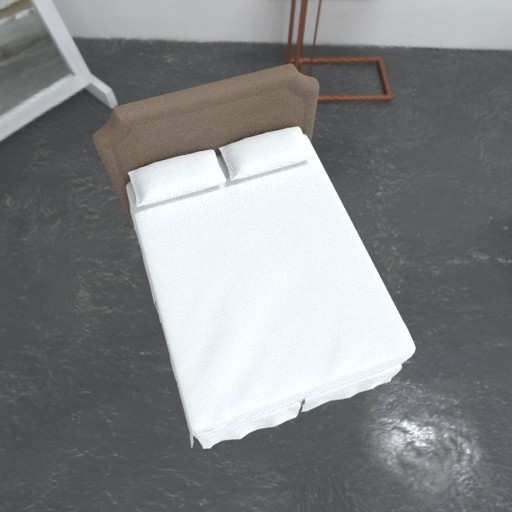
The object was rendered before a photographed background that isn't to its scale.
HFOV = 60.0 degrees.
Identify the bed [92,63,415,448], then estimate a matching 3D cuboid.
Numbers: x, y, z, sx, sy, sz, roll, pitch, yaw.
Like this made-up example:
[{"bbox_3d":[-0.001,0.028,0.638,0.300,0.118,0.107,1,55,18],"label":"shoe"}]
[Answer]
[{"bbox_3d":[0.000,0.000,3.138,1.693,1.290,2.116,-17,65,-8],"label":"bed"}]
